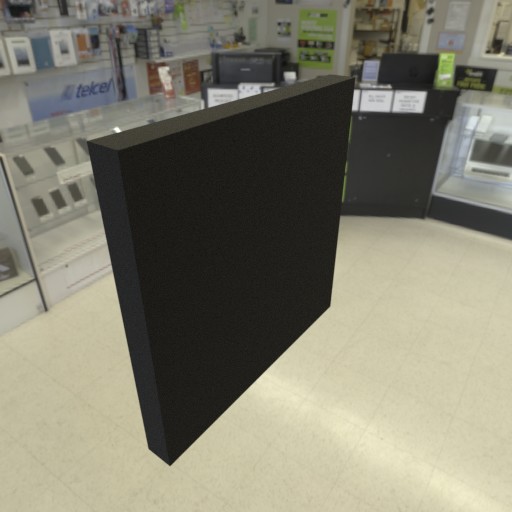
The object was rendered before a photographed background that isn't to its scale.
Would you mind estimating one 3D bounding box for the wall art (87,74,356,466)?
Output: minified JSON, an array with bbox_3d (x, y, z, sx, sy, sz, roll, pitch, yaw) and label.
[{"bbox_3d":[0.000,0.000,0.451,0.030,0.305,0.308,22,37,31],"label":"wall art"}]
